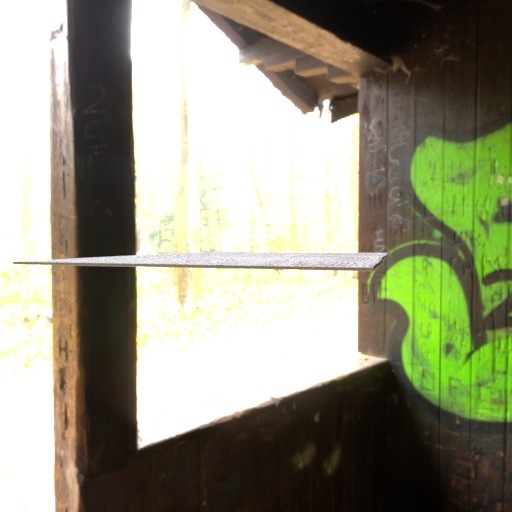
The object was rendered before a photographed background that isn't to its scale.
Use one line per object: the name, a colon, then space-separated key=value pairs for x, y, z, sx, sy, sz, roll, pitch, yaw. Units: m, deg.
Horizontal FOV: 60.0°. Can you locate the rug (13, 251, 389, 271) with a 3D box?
rug: x=0.000 y=0.000 z=3.040 sx=1.706 sy=0.026 sz=2.438 roll=1 pitch=2 yaw=18
